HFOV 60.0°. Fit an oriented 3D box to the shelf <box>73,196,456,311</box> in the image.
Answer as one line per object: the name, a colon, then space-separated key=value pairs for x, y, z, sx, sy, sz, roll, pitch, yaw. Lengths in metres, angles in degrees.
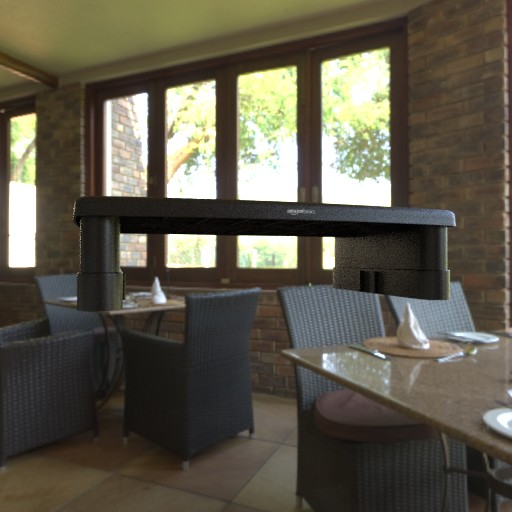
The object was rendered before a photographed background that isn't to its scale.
shelf: x=0.000 y=0.000 z=0.544 sx=0.410 sy=0.100 sz=0.280 roll=0 pitch=-1 yaw=-18
